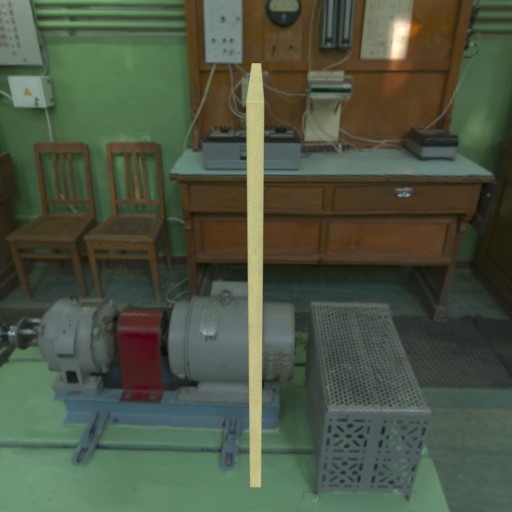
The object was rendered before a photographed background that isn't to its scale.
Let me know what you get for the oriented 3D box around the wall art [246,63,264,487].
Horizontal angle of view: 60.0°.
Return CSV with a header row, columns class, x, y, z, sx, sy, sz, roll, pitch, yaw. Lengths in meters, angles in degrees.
class,x,y,z,sx,sy,sz,roll,pitch,yaw
wall art,0.000,0.000,1.326,0.030,1.002,0.798,0,28,0
